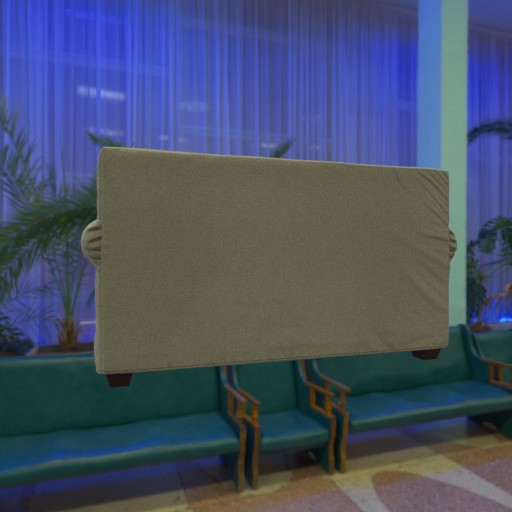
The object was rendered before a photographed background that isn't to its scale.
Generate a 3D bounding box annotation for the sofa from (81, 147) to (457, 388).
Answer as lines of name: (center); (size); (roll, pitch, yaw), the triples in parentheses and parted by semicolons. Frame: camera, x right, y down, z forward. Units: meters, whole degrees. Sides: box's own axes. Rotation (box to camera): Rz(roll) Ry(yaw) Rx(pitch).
sofa: (0.000, 0.000, 2.183); (1.550, 0.905, 1.070); (0, 0, -18)
